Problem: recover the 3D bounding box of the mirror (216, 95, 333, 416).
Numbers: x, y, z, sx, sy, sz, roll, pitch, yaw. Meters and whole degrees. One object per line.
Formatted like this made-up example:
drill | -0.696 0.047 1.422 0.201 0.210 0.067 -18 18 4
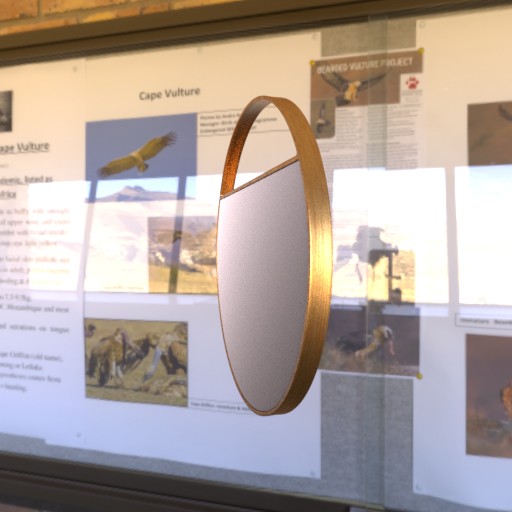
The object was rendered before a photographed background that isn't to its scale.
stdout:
mirror | 0.000 0.000 0.830 0.032 0.565 0.565 0 1 -17
